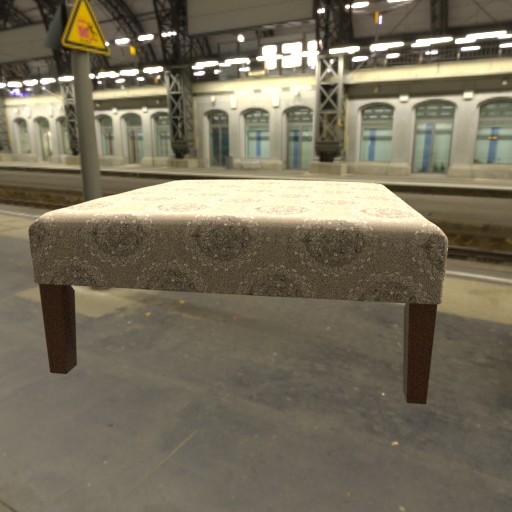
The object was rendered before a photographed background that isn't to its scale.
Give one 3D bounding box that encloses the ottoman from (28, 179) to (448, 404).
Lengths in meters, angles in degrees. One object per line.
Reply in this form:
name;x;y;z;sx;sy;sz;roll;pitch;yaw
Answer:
ottoman;0.000;0.000;1.370;0.890;0.411;0.889;2;15;9
